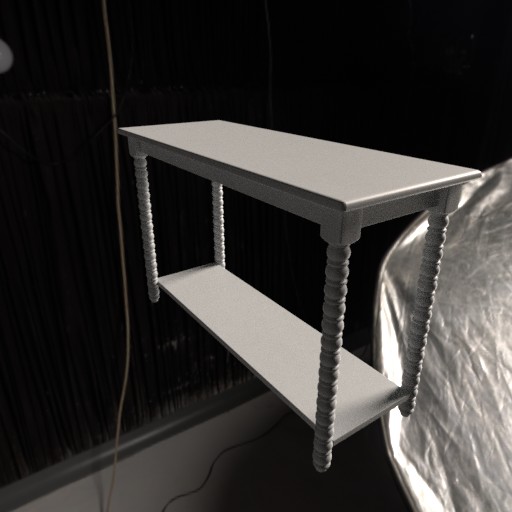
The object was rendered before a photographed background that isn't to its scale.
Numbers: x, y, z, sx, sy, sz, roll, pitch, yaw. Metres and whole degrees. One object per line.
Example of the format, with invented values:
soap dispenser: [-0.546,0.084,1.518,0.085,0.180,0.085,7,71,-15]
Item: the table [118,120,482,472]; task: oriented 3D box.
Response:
table: [0.000,0.000,1.490,0.459,0.740,1.184,-16,28,-32]
